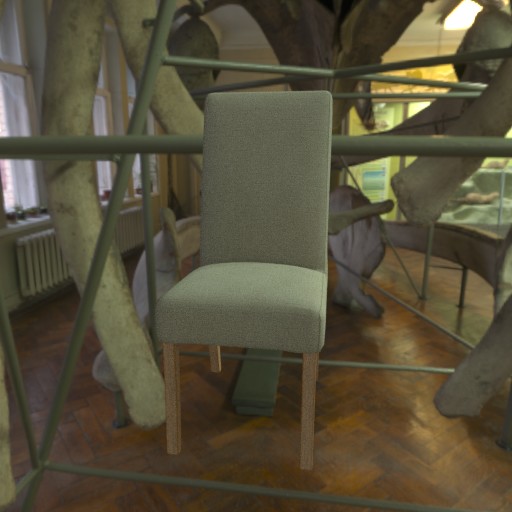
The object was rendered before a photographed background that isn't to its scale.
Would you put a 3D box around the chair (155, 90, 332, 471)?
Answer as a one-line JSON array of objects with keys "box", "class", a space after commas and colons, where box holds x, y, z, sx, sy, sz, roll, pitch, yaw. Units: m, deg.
[{"box": [0.000, 0.000, 1.394, 0.450, 1.033, 0.611, 2, 14, 9], "class": "chair"}]
